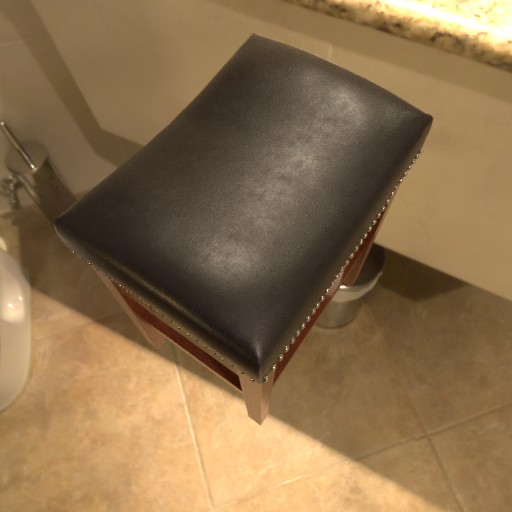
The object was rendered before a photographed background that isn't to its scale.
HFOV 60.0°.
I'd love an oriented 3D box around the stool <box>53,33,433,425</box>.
[{"bbox_3d":[0.000,0.000,0.930,0.372,0.654,0.504,32,67,15],"label":"stool"}]
